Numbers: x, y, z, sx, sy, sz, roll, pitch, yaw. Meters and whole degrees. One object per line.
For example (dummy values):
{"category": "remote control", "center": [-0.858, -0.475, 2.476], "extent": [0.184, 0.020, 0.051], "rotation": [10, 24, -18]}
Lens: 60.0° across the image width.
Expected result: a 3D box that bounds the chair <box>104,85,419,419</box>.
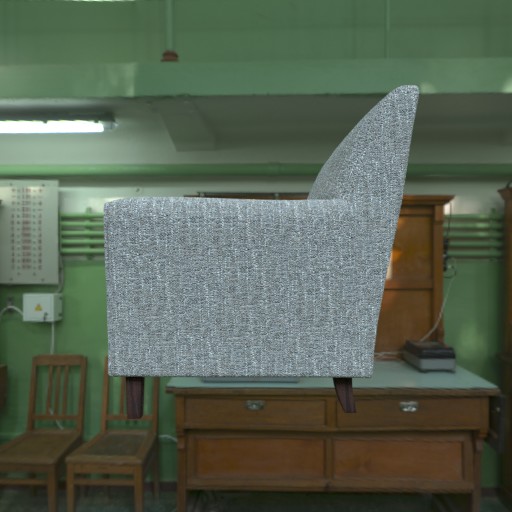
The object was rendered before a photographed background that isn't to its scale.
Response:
{"category": "chair", "center": [0.000, 0.000, 1.604], "extent": [0.873, 0.928, 0.864], "rotation": [0, 1, 0]}
